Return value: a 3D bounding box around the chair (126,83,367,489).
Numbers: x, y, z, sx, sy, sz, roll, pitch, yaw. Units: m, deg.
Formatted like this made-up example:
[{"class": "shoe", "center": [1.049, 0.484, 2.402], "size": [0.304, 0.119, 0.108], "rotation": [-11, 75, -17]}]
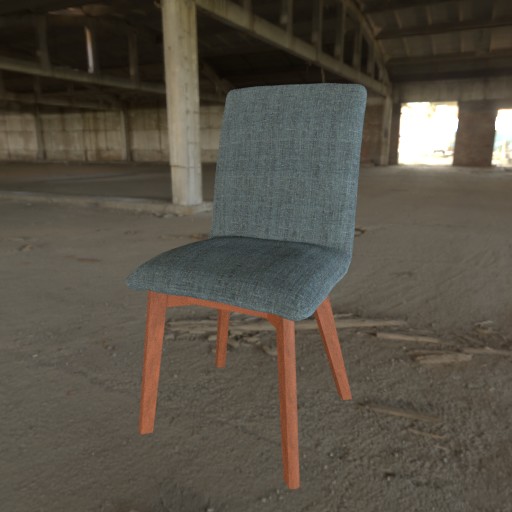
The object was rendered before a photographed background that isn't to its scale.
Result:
[{"class": "chair", "center": [0.000, 0.000, 1.271], "size": [0.522, 0.974, 0.563], "rotation": [7, 16, 26]}]
